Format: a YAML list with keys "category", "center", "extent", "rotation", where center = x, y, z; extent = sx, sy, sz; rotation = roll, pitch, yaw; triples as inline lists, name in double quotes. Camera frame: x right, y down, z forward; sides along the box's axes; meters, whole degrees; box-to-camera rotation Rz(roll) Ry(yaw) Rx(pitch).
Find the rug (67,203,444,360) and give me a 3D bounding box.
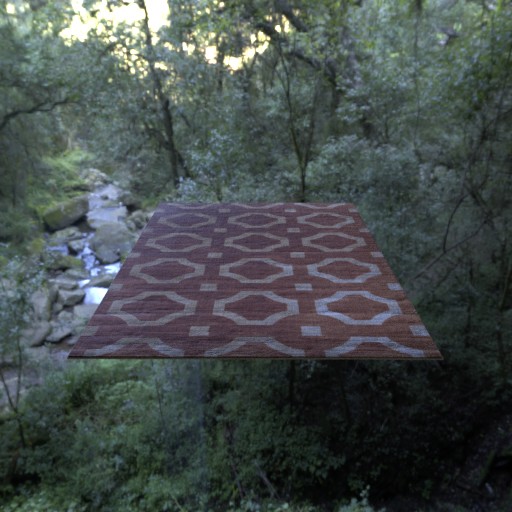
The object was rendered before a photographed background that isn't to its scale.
- category: "rug"
  center: [0.000, 0.000, 4.259]
  extent: [2.466, 0.021, 3.049]
  rotation: [0, 26, 0]
